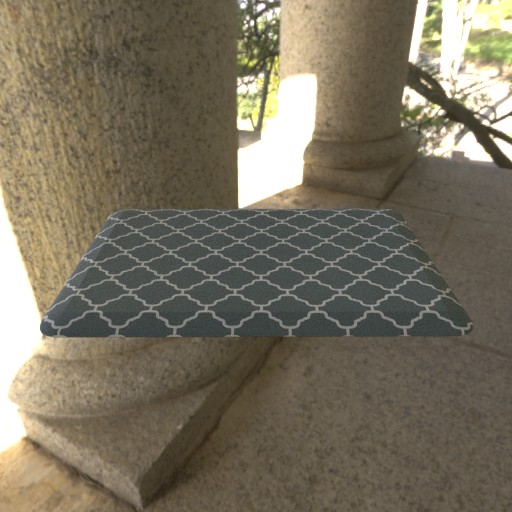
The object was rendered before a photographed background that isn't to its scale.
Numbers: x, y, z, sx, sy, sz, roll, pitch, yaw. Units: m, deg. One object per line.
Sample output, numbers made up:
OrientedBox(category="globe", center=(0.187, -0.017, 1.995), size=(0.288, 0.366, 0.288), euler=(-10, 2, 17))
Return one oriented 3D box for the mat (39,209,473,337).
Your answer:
OrientedBox(category="mat", center=(0.000, 0.000, 0.966), size=(0.762, 0.021, 0.508), euler=(0, 31, 0))
